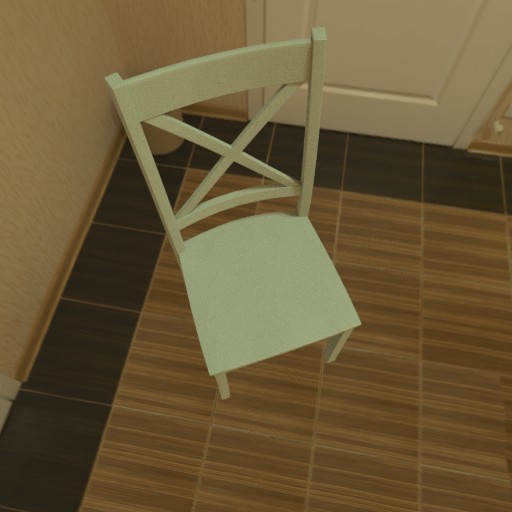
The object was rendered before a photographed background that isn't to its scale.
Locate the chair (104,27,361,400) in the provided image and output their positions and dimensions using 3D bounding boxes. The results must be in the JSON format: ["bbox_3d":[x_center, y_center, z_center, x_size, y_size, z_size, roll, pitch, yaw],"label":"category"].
[{"bbox_3d":[0.000,0.000,1.267,0.485,0.983,0.542,-17,64,-8],"label":"chair"}]
